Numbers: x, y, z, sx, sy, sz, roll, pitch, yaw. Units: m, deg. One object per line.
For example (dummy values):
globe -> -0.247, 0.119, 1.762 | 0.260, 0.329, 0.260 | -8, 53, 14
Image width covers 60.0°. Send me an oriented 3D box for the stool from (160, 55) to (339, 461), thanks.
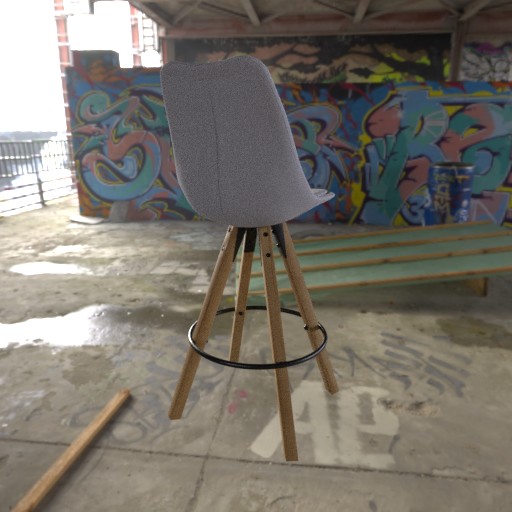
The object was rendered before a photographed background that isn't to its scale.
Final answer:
stool -> 0.000, 0.000, 1.437 | 0.484, 1.115, 0.550 | 8, 18, 26
